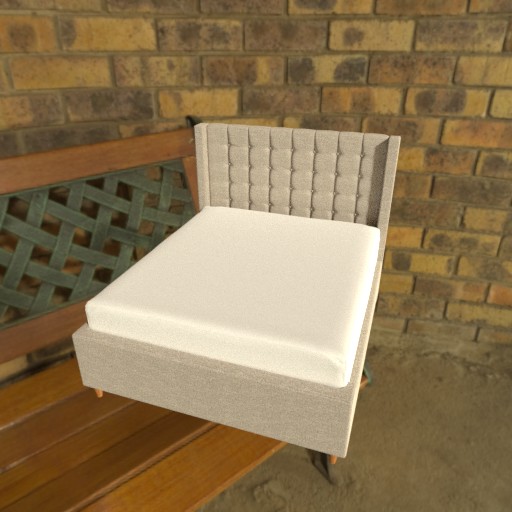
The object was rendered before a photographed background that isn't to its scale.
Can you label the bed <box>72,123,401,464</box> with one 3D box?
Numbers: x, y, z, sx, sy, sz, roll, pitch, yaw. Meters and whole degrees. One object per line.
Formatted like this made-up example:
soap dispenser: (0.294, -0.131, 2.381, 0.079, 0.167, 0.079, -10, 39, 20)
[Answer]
bed: (0.000, 0.000, 3.823, 2.044, 1.748, 2.372, 9, 28, 17)
